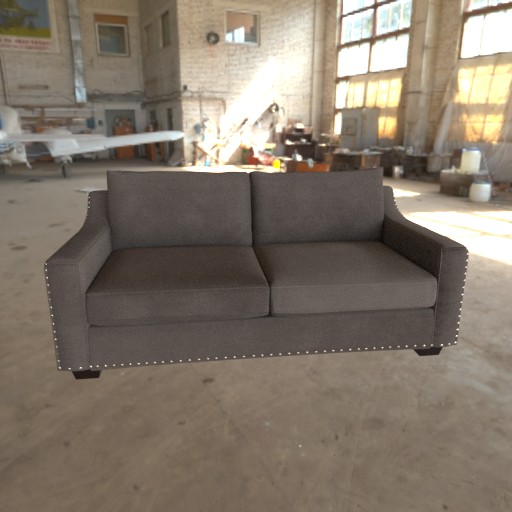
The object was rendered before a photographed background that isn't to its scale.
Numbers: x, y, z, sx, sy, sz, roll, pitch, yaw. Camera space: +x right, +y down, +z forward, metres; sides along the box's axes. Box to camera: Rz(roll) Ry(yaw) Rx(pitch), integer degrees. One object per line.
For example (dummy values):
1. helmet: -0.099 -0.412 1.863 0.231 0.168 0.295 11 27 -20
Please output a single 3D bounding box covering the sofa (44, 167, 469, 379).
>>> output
1. sofa: 0.000 0.000 3.244 2.550 1.196 1.336 -2 17 -7
